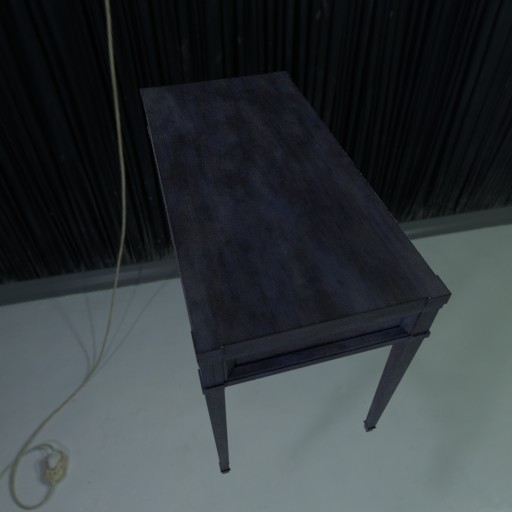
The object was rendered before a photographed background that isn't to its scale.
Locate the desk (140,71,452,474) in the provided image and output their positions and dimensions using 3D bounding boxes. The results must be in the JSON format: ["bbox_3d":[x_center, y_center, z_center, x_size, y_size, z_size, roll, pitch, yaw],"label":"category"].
[{"bbox_3d":[0.000,0.000,1.755,0.630,0.861,1.289,-11,47,-11],"label":"desk"}]
